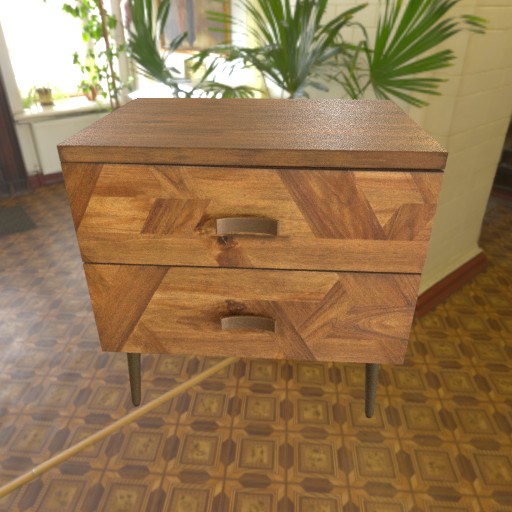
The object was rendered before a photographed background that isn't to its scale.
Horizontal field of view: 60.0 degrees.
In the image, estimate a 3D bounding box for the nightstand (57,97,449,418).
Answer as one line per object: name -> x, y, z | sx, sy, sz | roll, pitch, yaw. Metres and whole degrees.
nightstand -> 0.000, 0.000, 1.013 | 0.610, 0.610, 0.458 | 2, 29, 3
